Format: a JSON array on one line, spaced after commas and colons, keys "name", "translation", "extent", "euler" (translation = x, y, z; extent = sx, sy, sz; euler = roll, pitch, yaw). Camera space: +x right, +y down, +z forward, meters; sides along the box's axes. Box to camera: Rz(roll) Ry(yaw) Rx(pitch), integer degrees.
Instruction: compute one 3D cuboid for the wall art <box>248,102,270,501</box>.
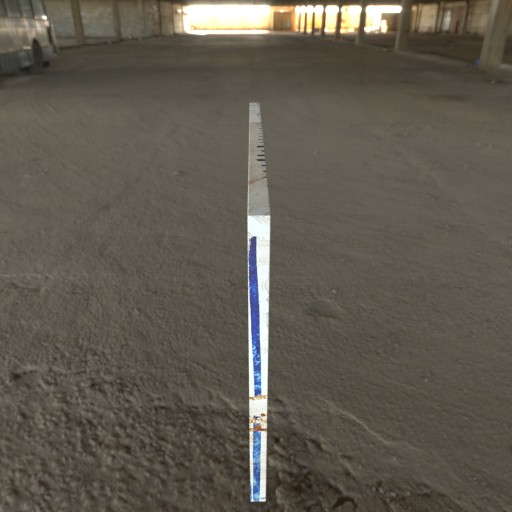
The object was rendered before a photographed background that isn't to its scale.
[{"name": "wall art", "translation": [0.000, 0.000, 1.414], "extent": [0.038, 0.757, 1.143], "euler": [0, 28, 0]}]
